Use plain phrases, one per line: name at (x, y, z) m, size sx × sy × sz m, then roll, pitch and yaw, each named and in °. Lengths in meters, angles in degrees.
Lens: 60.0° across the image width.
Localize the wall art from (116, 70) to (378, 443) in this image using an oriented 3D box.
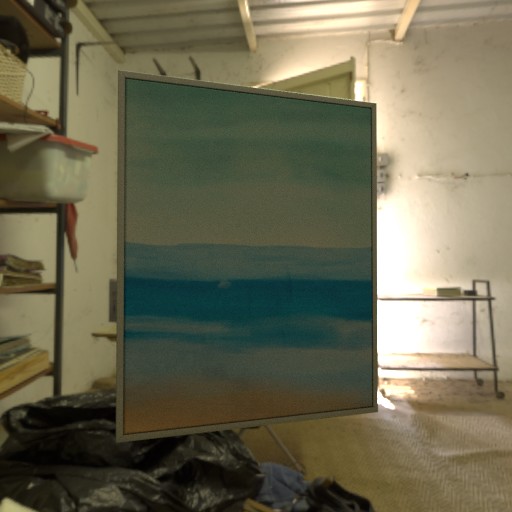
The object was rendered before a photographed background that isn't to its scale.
wall art at (0.000, 0.000, 0.743) m, size 0.445 × 0.553 × 0.039 m, roll 0°, pitch -1°, yaw -18°
